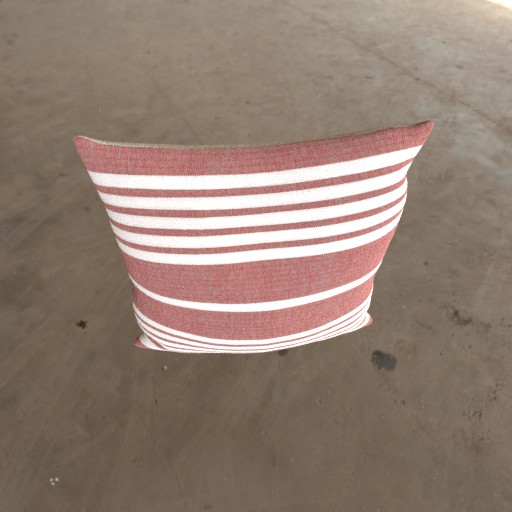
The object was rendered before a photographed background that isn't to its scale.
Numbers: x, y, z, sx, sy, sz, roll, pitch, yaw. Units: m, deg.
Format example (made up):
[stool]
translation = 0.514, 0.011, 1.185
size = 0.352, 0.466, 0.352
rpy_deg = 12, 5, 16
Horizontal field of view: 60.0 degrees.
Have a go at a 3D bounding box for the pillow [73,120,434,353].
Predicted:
[pillow]
translation = 0.000, 0.000, 0.666
size = 0.439, 0.427, 0.182
rpy_deg = -5, 45, -5
